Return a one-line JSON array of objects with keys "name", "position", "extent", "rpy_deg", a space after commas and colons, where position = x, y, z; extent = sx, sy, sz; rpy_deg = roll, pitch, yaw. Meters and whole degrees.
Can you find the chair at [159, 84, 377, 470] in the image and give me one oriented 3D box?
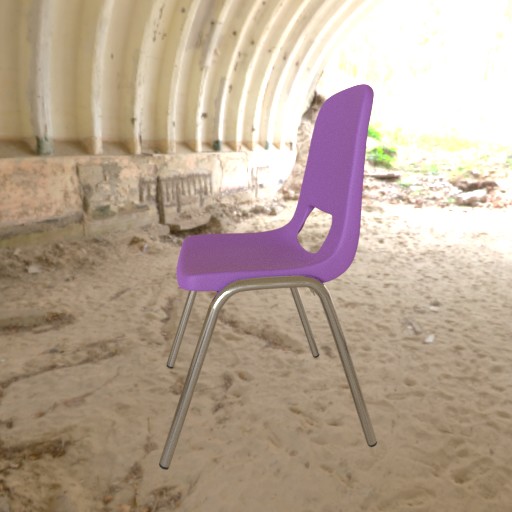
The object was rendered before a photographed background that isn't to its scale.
[{"name": "chair", "position": [0.000, 0.000, 0.678], "extent": [0.301, 0.493, 0.291], "rpy_deg": [-2, 14, -9]}]
